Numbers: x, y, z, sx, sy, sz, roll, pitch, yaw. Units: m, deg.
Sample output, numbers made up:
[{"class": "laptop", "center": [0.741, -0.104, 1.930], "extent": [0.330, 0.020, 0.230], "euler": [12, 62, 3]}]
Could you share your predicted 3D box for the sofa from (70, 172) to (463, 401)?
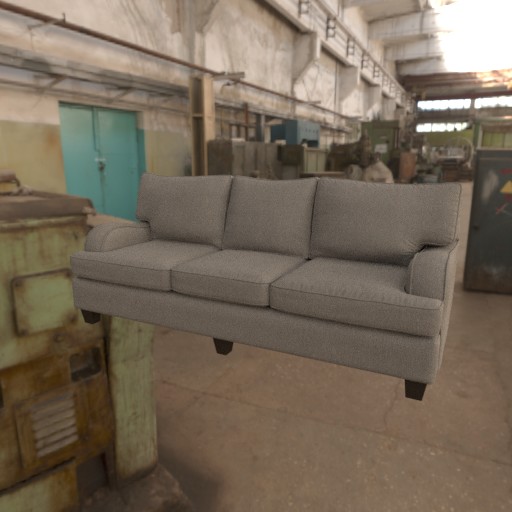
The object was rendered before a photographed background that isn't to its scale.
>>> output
[{"class": "sofa", "center": [0.000, 0.000, 2.836], "extent": [2.323, 0.991, 1.016], "euler": [7, 15, 26]}]
